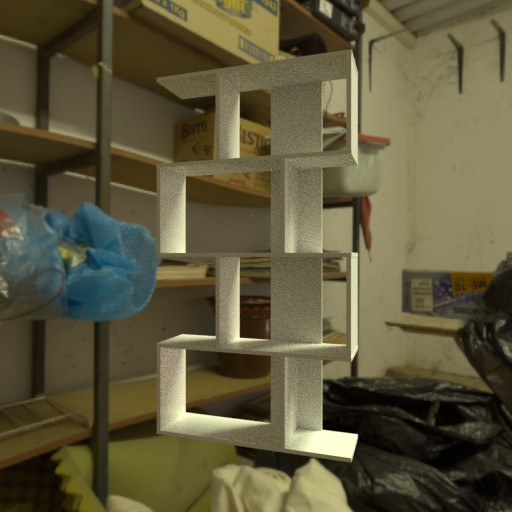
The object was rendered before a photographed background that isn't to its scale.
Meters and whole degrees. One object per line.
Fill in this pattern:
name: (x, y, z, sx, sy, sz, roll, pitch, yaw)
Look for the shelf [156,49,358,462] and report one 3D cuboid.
shelf: (0.000, 0.000, 2.031, 0.890, 1.650, 0.250, 0, 0, 19)
